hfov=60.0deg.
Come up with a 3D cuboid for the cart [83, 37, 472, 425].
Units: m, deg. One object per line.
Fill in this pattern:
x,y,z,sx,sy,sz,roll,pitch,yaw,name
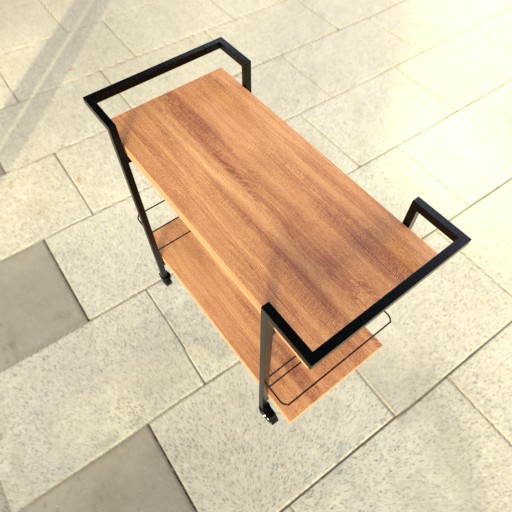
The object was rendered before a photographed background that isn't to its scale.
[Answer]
0.000,0.000,1.250,0.406,0.762,0.806,-33,64,-19,cart
